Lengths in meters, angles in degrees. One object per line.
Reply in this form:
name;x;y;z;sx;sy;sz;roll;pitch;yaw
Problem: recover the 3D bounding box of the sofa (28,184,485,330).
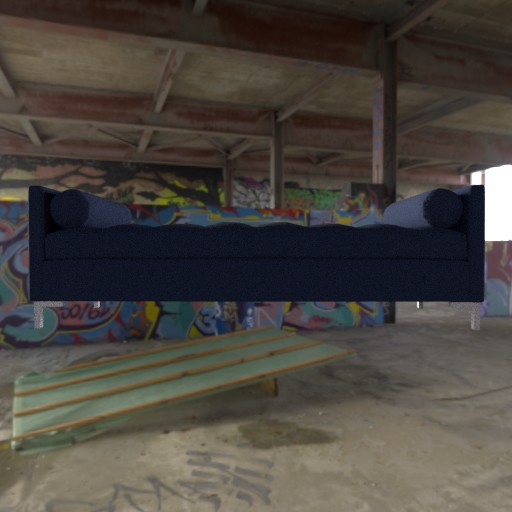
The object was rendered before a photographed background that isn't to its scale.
sofa;0.000;0.000;2.383;2.102;0.657;0.797;0;1;1
